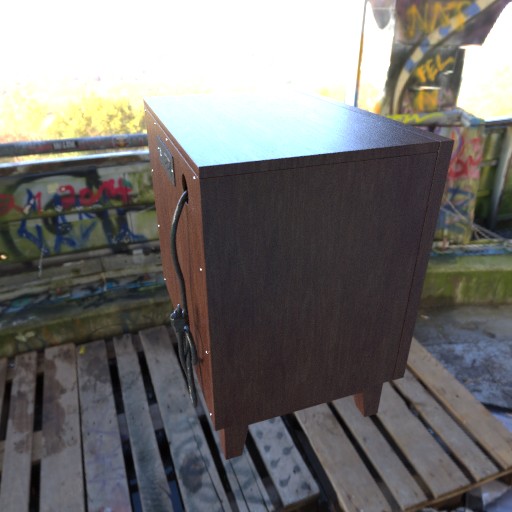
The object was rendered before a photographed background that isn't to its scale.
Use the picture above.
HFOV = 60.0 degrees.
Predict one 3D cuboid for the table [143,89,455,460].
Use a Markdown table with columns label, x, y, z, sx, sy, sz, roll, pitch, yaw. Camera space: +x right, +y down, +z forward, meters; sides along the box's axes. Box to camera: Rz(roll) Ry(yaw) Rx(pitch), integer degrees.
| label | x | y | z | sx | sy | sz | roll | pitch | yaw |
| --- | --- | --- | --- | --- | --- | --- | --- | --- | --- |
| table | 0.000 | 0.000 | 0.989 | 0.449 | 0.609 | 0.557 | -10 | 30 | -17 |
